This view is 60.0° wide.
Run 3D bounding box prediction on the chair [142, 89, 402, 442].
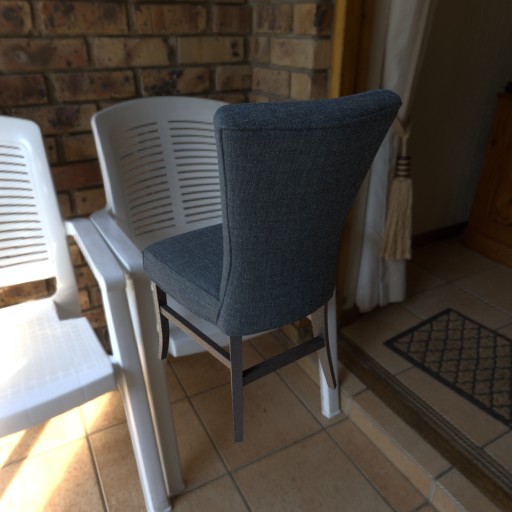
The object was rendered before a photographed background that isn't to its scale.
[{"bbox_3d":[0.000,0.000,1.372,0.520,0.991,0.660,-18,32,-30],"label":"chair"}]
